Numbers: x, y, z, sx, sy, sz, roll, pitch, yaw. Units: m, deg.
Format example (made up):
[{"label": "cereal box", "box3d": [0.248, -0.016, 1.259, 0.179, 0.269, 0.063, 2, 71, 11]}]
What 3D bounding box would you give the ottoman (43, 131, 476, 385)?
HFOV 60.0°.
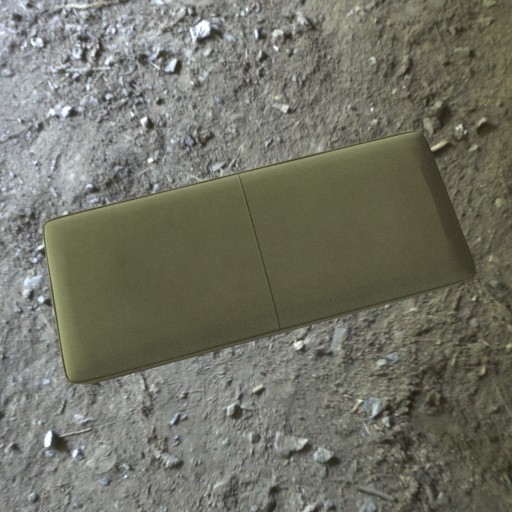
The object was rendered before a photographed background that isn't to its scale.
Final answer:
[{"label": "ottoman", "box3d": [0.000, 0.000, 2.005, 1.726, 0.460, 0.735, -14, 77, -3]}]
